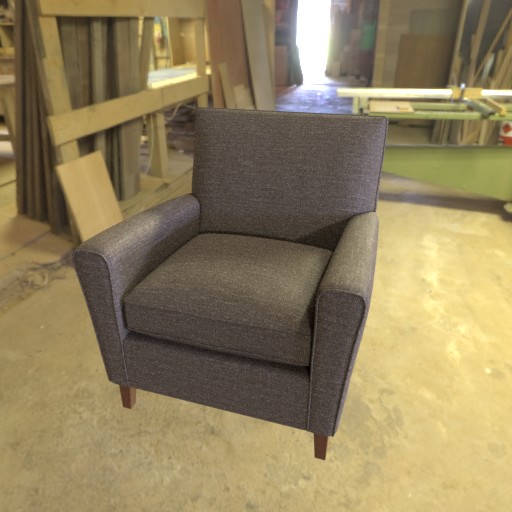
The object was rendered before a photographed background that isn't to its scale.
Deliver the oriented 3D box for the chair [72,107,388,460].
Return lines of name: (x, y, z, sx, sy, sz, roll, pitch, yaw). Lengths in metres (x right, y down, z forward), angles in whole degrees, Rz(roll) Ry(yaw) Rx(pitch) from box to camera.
chair: (0.000, 0.000, 1.587, 0.838, 0.885, 0.875, 8, 28, 16)
